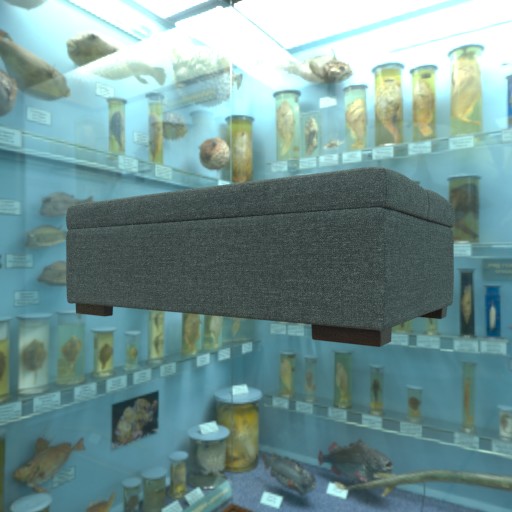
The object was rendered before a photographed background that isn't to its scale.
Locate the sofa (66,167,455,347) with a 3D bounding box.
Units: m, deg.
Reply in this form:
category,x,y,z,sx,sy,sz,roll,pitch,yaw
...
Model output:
category,x,y,z,sx,sy,sz,roll,pitch,yaw
sofa,0.000,0.000,1.610,1.198,0.417,0.782,-1,-1,35
